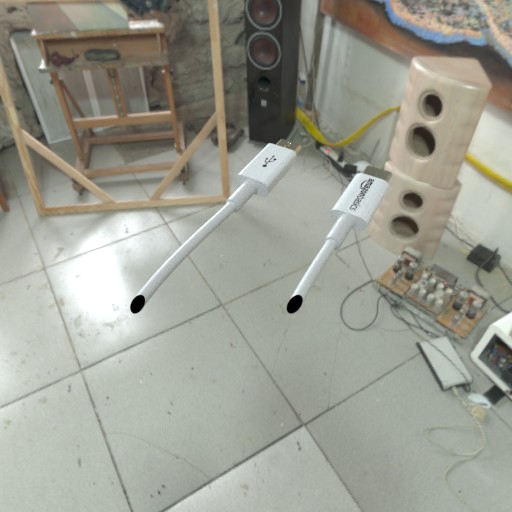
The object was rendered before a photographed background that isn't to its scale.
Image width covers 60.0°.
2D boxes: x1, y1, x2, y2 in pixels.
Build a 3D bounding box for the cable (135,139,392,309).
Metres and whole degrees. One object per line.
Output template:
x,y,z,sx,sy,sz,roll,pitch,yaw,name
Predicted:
0.000,0.000,0.110,0.040,0.006,0.098,23,51,20,cable
